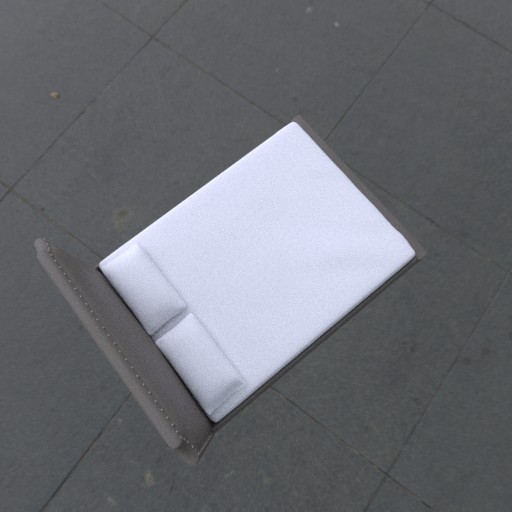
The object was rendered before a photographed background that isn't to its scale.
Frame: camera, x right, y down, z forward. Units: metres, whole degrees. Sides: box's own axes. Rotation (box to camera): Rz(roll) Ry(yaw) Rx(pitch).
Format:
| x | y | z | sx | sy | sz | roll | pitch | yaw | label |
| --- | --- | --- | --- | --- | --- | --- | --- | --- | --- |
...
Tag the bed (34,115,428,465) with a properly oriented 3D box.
| x | y | z | sx | sy | sz | roll | pitch | yaw | label |
| --- | --- | --- | --- | --- | --- | --- | --- | --- | --- |
| 0.000 | 0.000 | 3.431 | 2.372 | 1.443 | 1.712 | -38 | 79 | -9 | bed |
